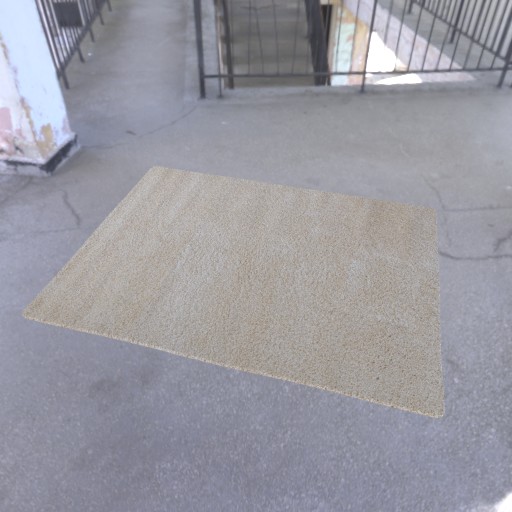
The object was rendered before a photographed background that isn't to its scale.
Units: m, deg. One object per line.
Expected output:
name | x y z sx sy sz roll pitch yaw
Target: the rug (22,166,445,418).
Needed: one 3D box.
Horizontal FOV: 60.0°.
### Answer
rug | 0.000 0.000 2.025 1.600 0.025 1.199 11 43 12
